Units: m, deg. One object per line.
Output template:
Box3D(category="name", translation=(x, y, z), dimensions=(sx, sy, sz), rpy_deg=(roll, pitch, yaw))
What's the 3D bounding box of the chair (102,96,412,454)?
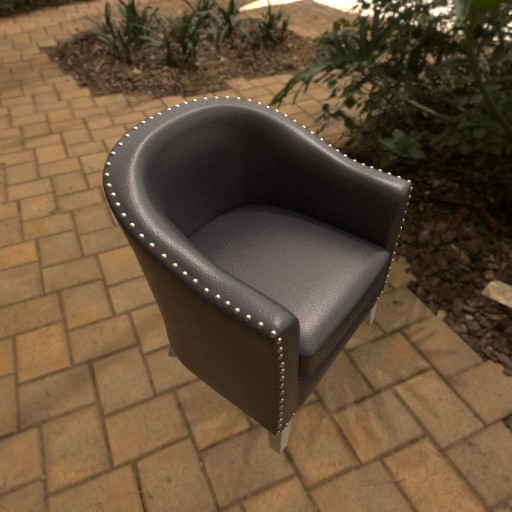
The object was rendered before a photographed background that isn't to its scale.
Box3D(category="chair", translation=(0.000, 0.000, 1.476), dimensions=(0.748, 0.823, 0.794), rpy_deg=(26, 47, 27))
